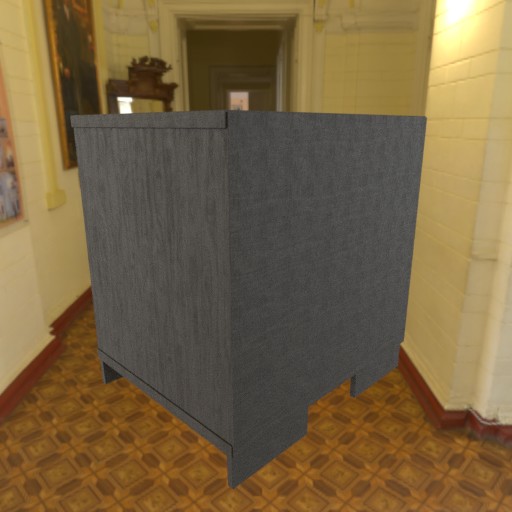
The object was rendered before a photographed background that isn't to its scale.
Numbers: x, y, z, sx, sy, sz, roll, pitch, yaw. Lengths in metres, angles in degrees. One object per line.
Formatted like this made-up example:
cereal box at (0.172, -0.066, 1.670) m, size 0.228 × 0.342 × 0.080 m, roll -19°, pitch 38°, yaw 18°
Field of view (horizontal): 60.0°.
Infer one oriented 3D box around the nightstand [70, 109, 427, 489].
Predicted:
nightstand at (0.000, 0.000, 0.742) m, size 0.347 × 0.448 × 0.427 m, roll 16°, pitch 23°, yaw 43°
